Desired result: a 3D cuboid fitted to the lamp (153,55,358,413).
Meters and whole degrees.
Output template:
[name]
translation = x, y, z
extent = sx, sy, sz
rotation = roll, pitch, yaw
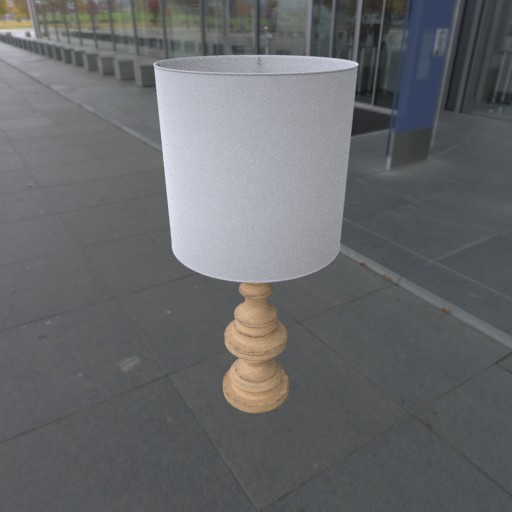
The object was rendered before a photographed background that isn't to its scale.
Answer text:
[lamp]
translation = 0.000, 0.000, 0.567
extent = 0.208, 0.455, 0.208
rotation = -9, 29, -16
